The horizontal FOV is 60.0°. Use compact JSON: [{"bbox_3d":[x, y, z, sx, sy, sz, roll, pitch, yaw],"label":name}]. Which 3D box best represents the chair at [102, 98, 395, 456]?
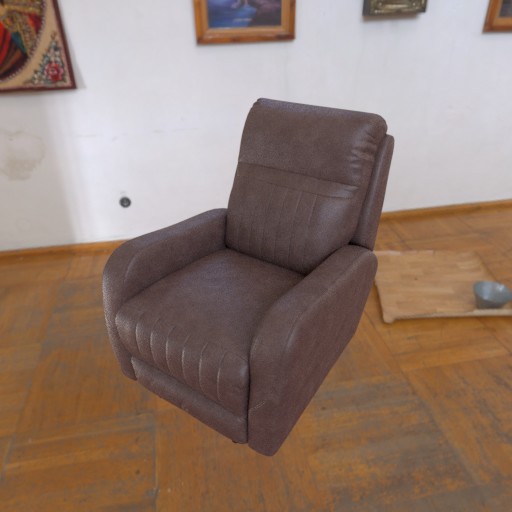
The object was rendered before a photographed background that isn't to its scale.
[{"bbox_3d":[0.000,0.000,1.834,0.865,1.067,1.067,19,36,29],"label":"chair"}]
